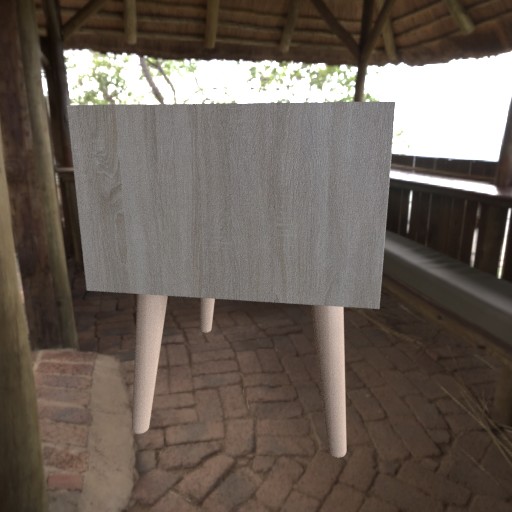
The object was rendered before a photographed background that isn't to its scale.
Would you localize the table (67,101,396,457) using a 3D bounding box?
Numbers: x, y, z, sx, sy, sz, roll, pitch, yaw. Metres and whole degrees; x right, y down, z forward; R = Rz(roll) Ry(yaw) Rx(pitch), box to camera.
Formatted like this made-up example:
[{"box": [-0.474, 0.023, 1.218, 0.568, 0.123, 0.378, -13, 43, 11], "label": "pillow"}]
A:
[{"box": [0.000, 0.000, 0.762, 0.370, 0.470, 0.450, 3, 16, 10], "label": "table"}]
